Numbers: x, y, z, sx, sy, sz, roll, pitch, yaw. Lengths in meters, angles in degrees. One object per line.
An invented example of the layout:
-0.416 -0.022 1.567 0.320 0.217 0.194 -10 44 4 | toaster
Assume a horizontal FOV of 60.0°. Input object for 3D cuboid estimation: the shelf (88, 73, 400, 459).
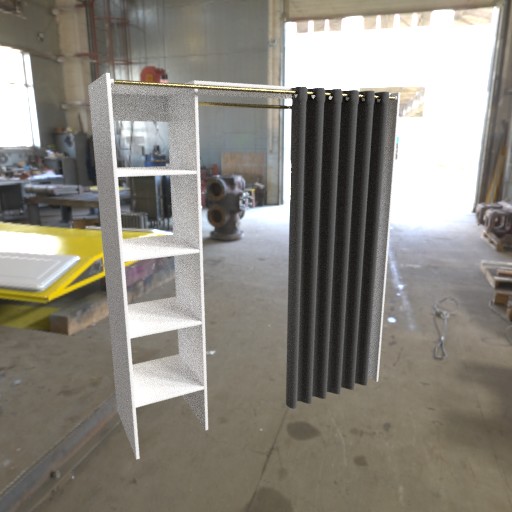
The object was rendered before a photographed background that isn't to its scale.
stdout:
0.000 0.000 2.550 1.600 1.810 0.500 -8 16 -27 | shelf
